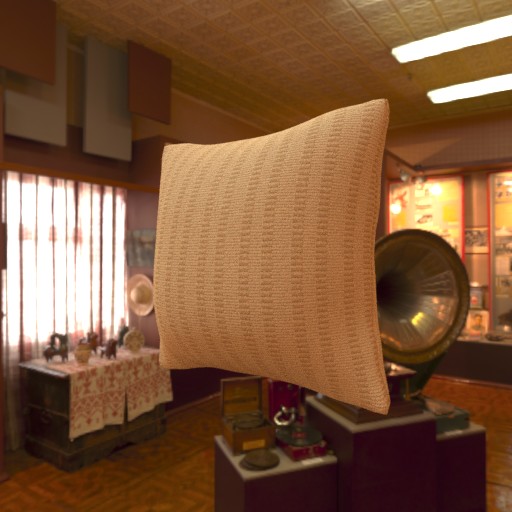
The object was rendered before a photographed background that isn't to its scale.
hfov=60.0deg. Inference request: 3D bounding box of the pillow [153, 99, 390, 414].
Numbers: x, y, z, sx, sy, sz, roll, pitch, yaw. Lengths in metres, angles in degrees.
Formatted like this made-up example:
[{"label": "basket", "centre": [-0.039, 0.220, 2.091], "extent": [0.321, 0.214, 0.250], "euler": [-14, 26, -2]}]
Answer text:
[{"label": "pillow", "centre": [0.000, 0.000, 0.711], "extent": [0.438, 0.419, 0.247], "euler": [0, 0, 36]}]
